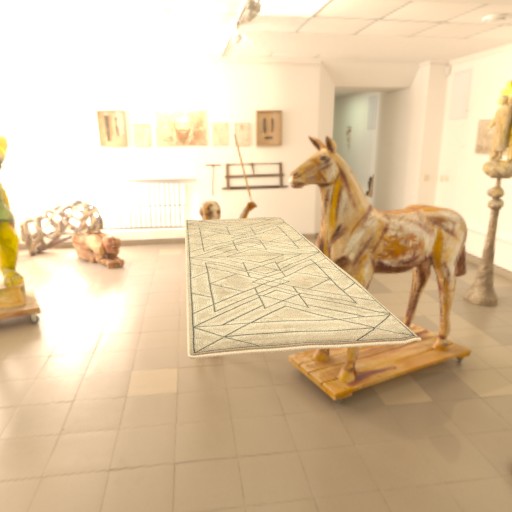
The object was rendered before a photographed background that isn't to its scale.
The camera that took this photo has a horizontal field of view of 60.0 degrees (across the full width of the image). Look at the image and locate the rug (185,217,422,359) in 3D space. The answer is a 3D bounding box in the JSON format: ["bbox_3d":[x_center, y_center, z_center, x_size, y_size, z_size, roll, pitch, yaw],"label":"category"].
[{"bbox_3d":[0.000,0.000,2.649,0.831,0.036,2.381,-2,16,-9],"label":"rug"}]
